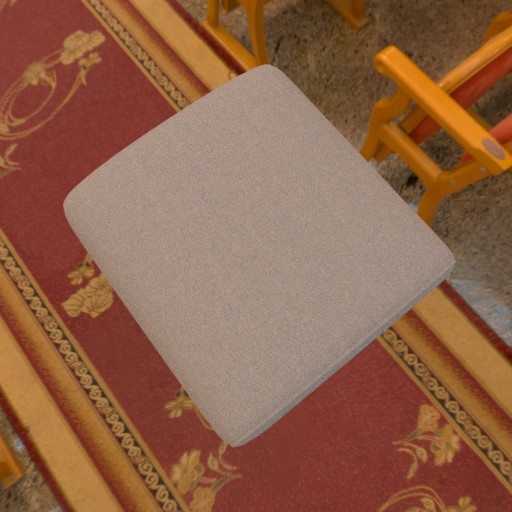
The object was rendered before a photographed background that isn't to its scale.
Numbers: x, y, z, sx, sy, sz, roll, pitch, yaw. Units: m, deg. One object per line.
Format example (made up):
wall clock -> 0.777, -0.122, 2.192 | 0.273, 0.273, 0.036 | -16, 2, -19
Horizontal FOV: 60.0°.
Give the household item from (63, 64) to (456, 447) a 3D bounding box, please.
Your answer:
household item -> 0.000, 0.000, 0.900 | 0.530, 0.410, 0.530 | -37, 77, -10
